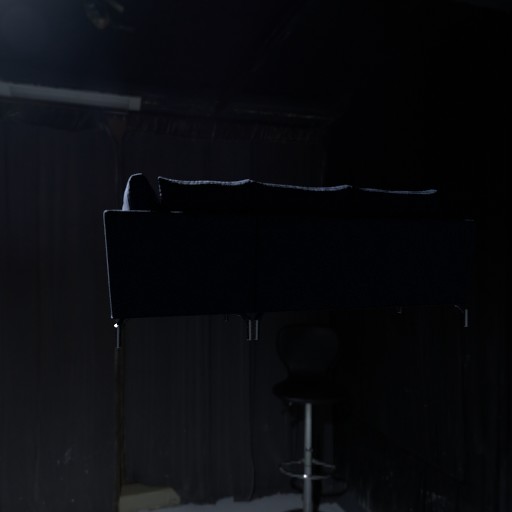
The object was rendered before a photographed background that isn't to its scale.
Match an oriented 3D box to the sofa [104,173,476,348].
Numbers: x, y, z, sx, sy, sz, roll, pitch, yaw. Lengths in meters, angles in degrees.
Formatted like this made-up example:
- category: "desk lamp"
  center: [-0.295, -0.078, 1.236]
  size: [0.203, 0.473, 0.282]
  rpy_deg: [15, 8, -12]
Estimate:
- category: "sofa"
  center: [0.000, 0.000, 3.900]
  size: [2.472, 0.988, 2.463]
  rpy_deg: [0, 0, -17]
